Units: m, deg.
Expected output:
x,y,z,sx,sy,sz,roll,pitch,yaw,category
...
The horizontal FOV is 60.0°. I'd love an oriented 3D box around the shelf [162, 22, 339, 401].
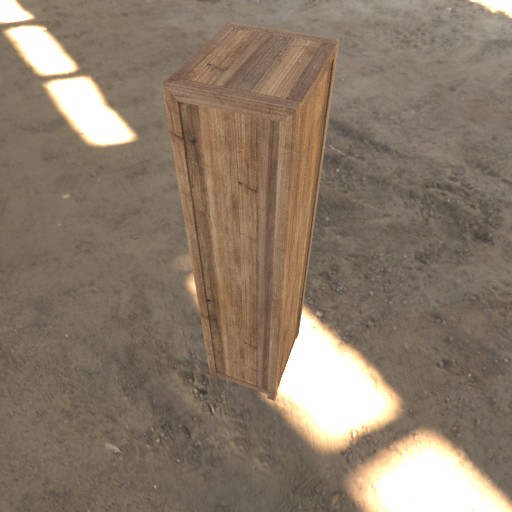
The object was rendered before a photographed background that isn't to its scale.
x,y,z,sx,sy,sz,roll,pitch,yaw,category
0.000,0.000,2.135,0.428,1.900,0.500,16,50,14,shelf
